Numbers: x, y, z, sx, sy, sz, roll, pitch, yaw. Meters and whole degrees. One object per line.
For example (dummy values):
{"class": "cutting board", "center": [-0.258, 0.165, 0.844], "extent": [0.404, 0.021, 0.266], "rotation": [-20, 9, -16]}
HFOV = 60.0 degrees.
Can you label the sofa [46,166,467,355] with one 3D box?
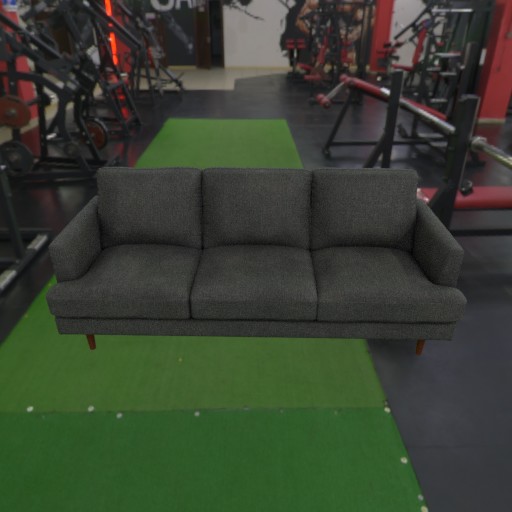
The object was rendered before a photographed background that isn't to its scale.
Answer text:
{"class": "sofa", "center": [0.000, 0.000, 2.702], "extent": [2.246, 0.930, 0.903], "rotation": [1, 29, 1]}
